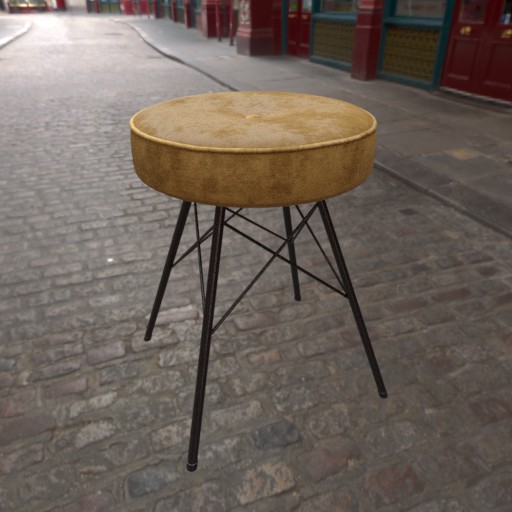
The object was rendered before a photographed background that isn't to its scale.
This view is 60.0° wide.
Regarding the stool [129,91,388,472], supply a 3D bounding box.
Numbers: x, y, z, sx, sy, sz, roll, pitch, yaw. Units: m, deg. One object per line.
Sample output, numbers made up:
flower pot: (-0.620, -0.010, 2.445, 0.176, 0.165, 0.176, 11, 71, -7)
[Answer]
stool: (0.000, 0.000, 0.914, 0.472, 0.595, 0.438, -11, 31, -19)
